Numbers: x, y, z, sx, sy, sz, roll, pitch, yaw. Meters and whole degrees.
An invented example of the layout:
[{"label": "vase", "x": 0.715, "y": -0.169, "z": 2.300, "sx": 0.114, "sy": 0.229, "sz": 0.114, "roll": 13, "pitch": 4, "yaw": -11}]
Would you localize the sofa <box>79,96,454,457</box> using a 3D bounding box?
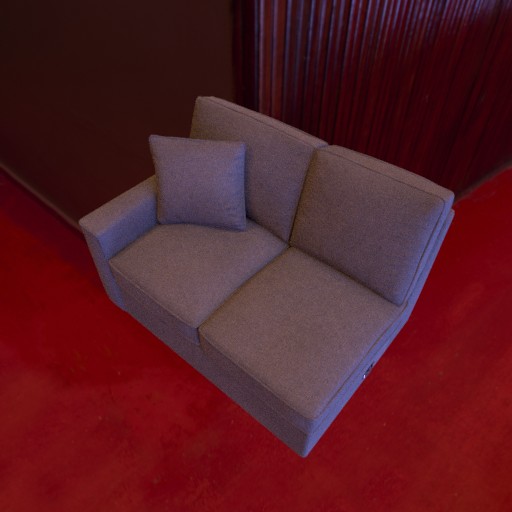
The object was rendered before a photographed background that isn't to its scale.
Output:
[{"label": "sofa", "x": 0.000, "y": 0.000, "z": 2.115, "sx": 1.388, "sy": 0.989, "sz": 0.991, "roll": 32, "pitch": 54, "yaw": 26}]
